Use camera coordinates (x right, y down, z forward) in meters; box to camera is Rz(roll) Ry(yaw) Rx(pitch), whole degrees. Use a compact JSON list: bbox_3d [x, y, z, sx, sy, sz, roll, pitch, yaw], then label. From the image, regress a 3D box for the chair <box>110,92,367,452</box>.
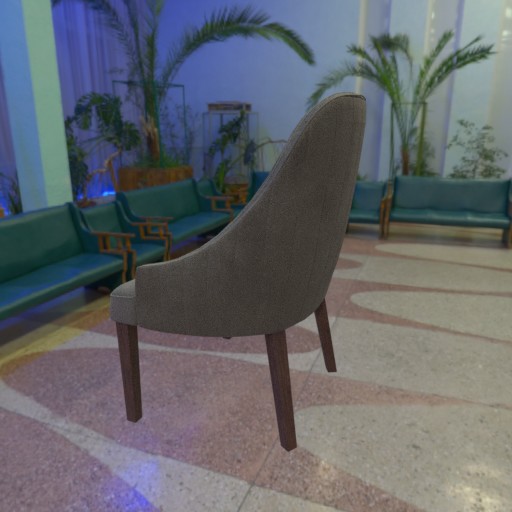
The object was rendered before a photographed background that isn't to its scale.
[{"bbox_3d":[0.000,0.000,1.306,0.575,0.889,0.643,7,17,23],"label":"chair"}]
